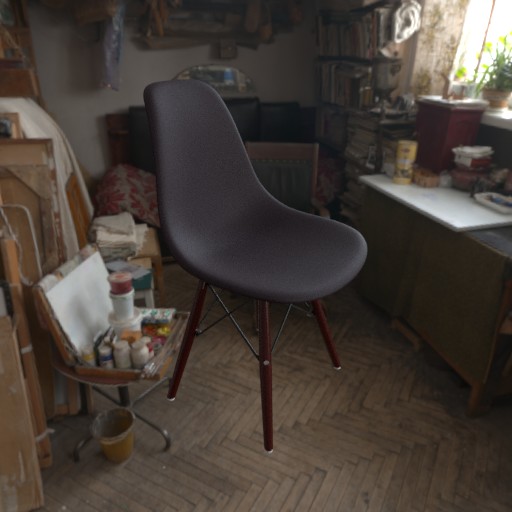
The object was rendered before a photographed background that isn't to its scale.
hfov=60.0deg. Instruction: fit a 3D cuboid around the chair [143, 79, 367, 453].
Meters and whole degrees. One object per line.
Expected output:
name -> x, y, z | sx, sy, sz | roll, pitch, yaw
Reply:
chair -> 0.000, 0.000, 1.150 | 0.533, 0.826, 0.470 | 17, 31, 31
